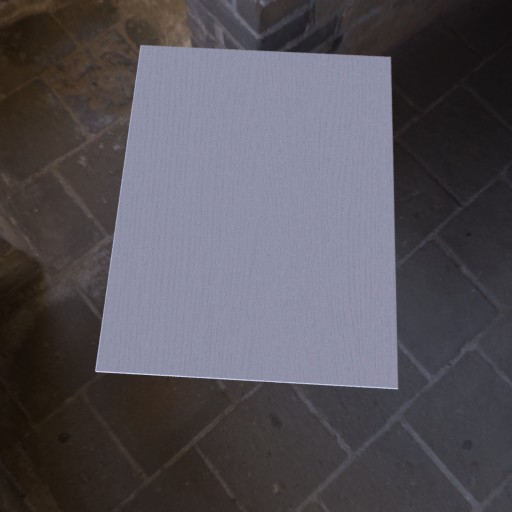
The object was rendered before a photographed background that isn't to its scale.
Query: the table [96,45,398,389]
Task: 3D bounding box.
[{"bbox_3d":[0.000,0.000,0.919,0.381,0.635,0.480,3,76,1],"label":"table"}]
